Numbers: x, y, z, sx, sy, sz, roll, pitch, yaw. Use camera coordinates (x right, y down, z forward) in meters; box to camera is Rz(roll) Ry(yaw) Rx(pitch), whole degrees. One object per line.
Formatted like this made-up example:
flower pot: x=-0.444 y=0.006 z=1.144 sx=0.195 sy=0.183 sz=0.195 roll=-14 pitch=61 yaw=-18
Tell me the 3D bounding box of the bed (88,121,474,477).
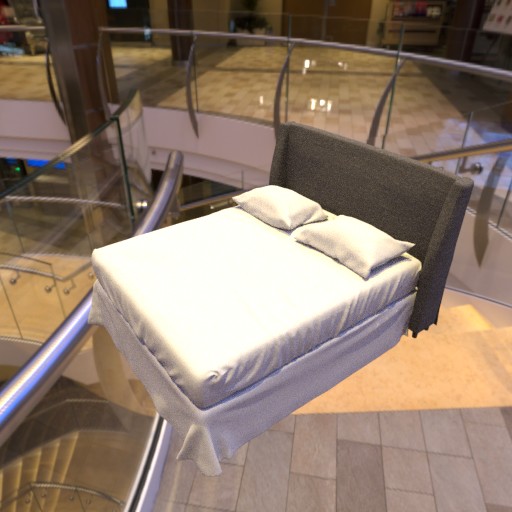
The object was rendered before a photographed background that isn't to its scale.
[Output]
bed: x=0.000 y=0.000 z=3.372 sx=2.276 sy=1.332 sz=1.925 roll=-21 pitch=37 yaw=-31
